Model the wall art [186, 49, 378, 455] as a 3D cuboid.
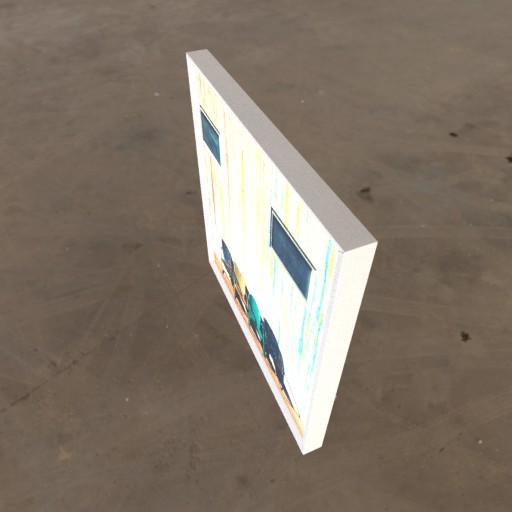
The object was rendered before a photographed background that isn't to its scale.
[{"bbox_3d":[0.000,0.000,0.763,0.037,0.508,0.508,-17,48,-16],"label":"wall art"}]
